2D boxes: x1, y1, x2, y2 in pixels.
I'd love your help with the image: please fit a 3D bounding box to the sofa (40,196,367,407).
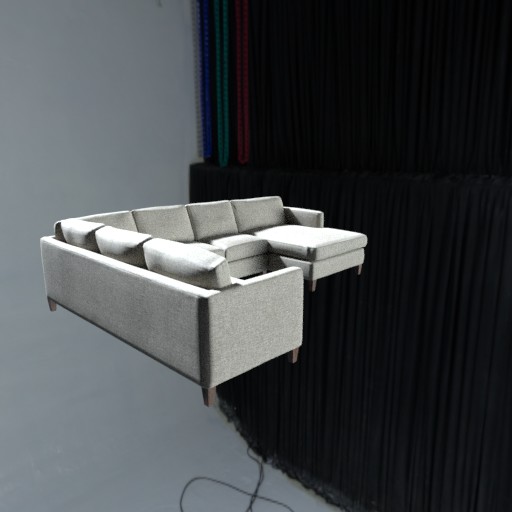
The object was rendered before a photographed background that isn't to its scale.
[{"bbox_3d":[0.000,0.000,4.686,2.593,0.959,3.460,13,18,43],"label":"sofa"}]
